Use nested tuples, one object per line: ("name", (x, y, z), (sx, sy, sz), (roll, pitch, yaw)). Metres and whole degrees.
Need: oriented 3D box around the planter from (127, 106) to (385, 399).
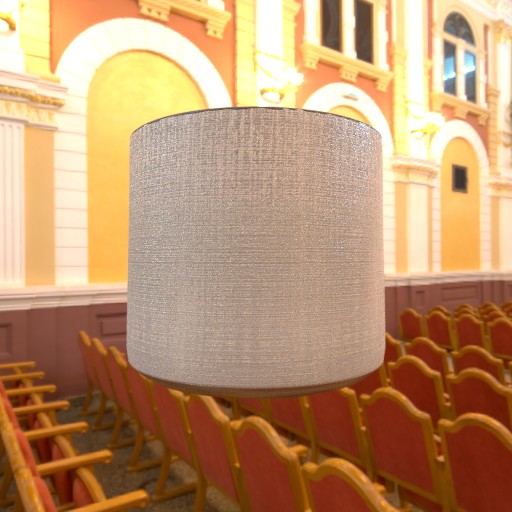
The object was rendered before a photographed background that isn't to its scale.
("planter", (0.000, 0.000, 0.224), (0.125, 0.112, 0.125), (0, 0, 0))
